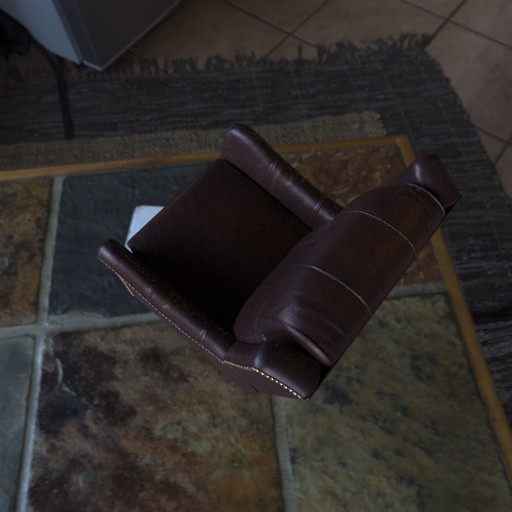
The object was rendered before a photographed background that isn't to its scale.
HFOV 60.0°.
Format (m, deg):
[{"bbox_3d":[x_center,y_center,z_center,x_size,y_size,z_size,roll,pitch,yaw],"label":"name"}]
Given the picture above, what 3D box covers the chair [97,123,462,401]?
[{"bbox_3d":[0.000,0.000,1.806,1.008,1.084,0.869,37,70,16],"label":"chair"}]
